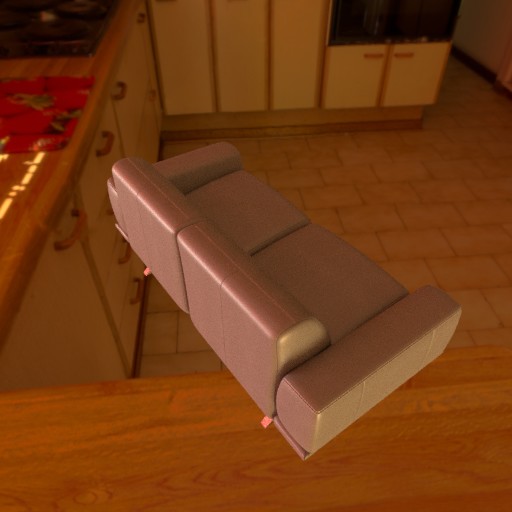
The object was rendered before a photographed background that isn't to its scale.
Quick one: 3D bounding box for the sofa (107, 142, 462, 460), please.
[{"bbox_3d":[0.000,0.000,2.382,0.900,0.772,1.901,-26,48,-26],"label":"sofa"}]
